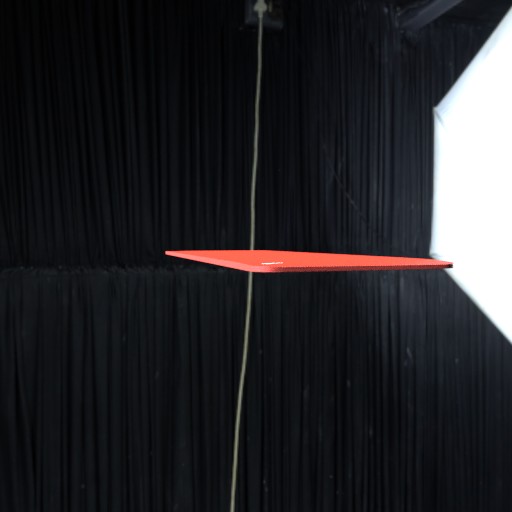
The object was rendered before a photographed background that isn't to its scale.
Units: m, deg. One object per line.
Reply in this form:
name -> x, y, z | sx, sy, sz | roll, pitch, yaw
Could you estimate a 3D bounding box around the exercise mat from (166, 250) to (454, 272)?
exercise mat -> 0.000, 0.000, 2.042 | 0.616, 0.021, 1.869 | -1, 2, -18
